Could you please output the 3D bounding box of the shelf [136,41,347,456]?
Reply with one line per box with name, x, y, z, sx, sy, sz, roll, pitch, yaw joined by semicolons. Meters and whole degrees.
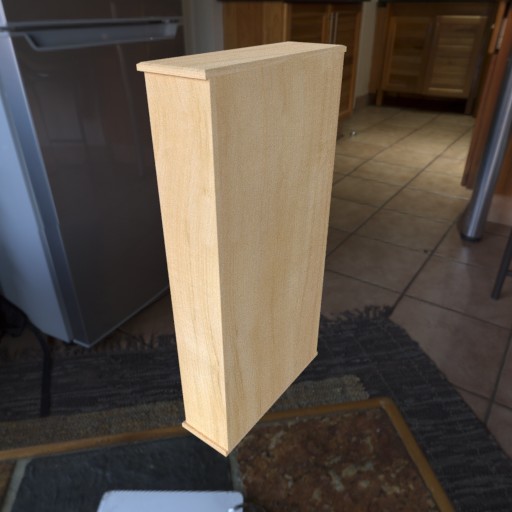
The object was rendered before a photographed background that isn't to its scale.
shelf;0.000;0.000;1.228;0.175;1.030;0.520;21;36;31
